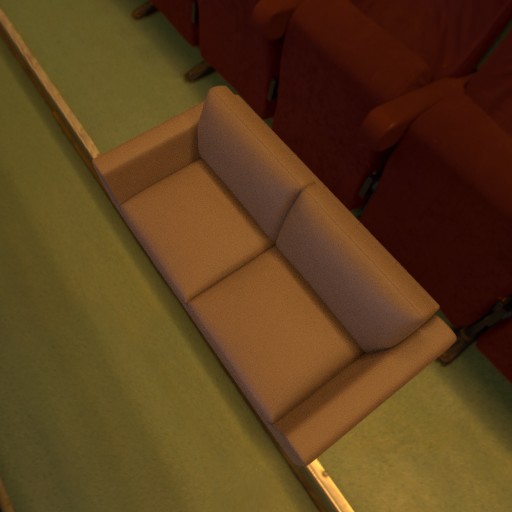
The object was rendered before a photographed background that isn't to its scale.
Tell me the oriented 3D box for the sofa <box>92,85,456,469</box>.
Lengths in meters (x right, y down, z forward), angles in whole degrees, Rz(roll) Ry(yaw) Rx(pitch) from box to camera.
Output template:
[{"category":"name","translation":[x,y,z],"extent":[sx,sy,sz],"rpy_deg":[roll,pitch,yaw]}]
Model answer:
[{"category":"sofa","translation":[0.000,0.000,2.503],"extent":[0.953,0.875,2.017],"rpy_deg":[-33,69,-15]}]
